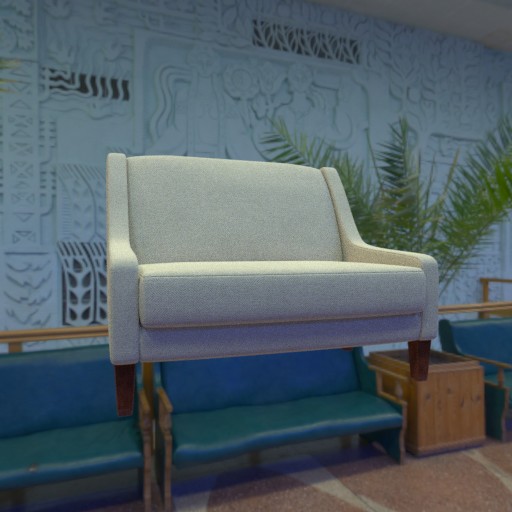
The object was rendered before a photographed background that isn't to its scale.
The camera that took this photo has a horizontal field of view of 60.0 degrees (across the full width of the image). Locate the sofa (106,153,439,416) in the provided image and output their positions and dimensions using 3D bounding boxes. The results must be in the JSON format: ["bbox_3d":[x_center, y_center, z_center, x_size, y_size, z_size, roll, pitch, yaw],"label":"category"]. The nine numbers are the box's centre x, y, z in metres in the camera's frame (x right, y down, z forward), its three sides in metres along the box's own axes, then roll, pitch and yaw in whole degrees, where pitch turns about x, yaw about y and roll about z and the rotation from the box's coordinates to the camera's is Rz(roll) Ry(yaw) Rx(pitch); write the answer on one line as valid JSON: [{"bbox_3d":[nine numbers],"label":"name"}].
[{"bbox_3d":[0.000,0.000,1.902,1.212,0.976,0.946,0,1,-19],"label":"sofa"}]
